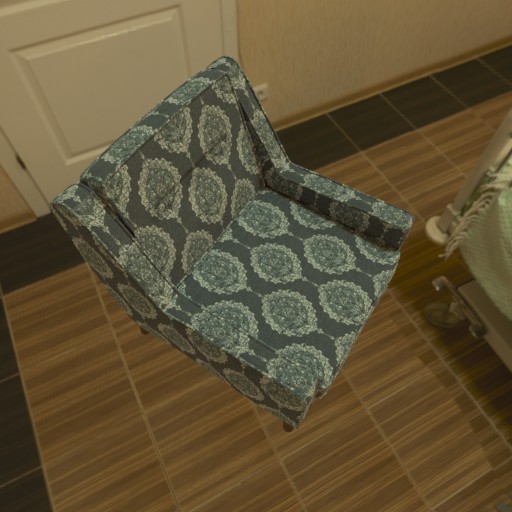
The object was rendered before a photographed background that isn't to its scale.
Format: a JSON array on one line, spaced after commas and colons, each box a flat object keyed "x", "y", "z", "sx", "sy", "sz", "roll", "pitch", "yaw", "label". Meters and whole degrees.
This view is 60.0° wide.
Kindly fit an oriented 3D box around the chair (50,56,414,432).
[{"x": 0.000, "y": 0.000, "z": 1.331, "sx": 0.743, "sy": 0.792, "sz": 0.663, "roll": 29, "pitch": 62, "yaw": 17, "label": "chair"}]
